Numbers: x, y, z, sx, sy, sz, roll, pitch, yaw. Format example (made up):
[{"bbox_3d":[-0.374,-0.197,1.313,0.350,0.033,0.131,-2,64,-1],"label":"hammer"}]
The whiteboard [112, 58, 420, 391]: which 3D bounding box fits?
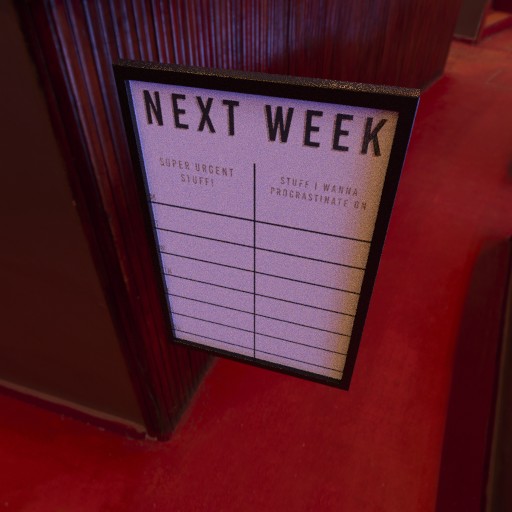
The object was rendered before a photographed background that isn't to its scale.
[{"bbox_3d":[0.000,0.000,0.767,0.406,0.611,0.026,11,42,13],"label":"whiteboard"}]
